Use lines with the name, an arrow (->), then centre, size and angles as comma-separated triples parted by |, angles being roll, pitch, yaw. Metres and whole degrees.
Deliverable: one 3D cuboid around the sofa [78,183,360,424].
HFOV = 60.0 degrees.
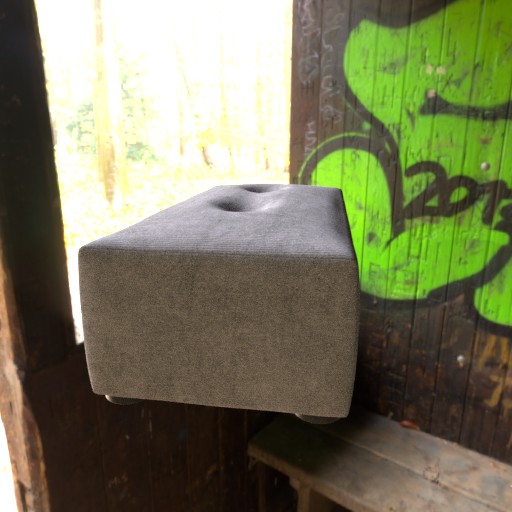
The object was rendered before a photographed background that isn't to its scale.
sofa -> 0.000, 0.000, 1.164 | 0.480, 0.330, 0.930 | 2, 16, 9
